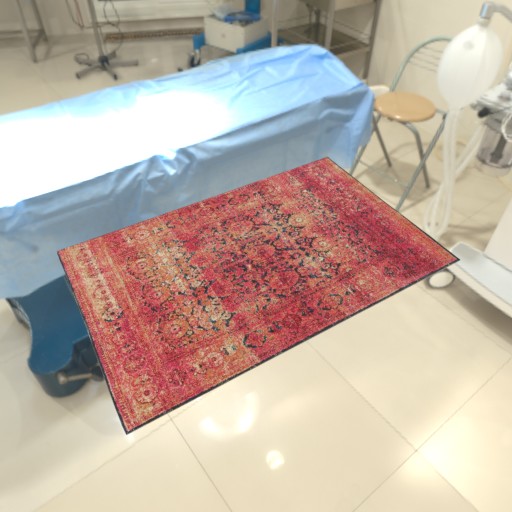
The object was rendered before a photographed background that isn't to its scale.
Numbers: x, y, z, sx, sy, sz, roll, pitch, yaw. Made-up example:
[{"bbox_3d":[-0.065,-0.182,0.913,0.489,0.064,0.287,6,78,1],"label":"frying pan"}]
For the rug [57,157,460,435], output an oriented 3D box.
[{"bbox_3d":[0.000,0.000,3.158,2.449,0.018,1.539,-23,49,-21],"label":"rug"}]
